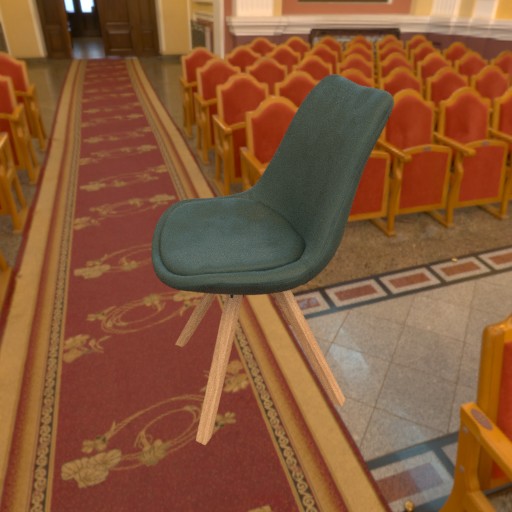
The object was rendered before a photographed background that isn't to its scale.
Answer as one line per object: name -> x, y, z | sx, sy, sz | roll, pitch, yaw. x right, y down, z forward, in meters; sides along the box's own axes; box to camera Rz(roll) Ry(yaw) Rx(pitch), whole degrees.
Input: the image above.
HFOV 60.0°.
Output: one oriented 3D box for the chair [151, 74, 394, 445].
chair -> 0.000, 0.000, 1.200 | 0.547, 0.865, 0.483 | -9, 32, -14
